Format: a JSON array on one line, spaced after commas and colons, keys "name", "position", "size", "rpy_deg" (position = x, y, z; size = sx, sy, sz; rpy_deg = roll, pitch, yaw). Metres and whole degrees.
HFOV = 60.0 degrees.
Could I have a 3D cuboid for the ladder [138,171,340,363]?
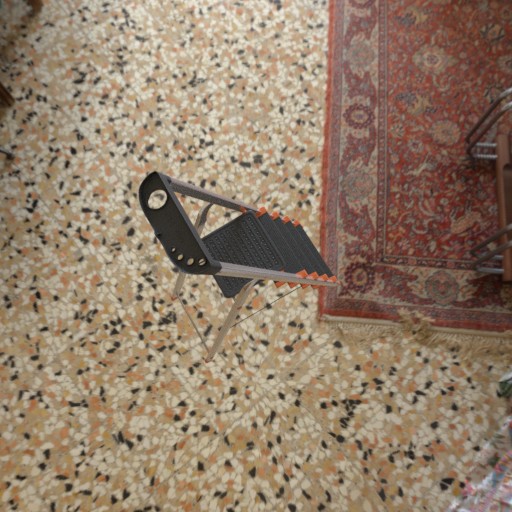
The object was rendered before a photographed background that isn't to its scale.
[{"name": "ladder", "position": [0.000, 0.000, 2.072], "size": [0.995, 1.646, 0.480], "rpy_deg": [-29, 76, -8]}]
